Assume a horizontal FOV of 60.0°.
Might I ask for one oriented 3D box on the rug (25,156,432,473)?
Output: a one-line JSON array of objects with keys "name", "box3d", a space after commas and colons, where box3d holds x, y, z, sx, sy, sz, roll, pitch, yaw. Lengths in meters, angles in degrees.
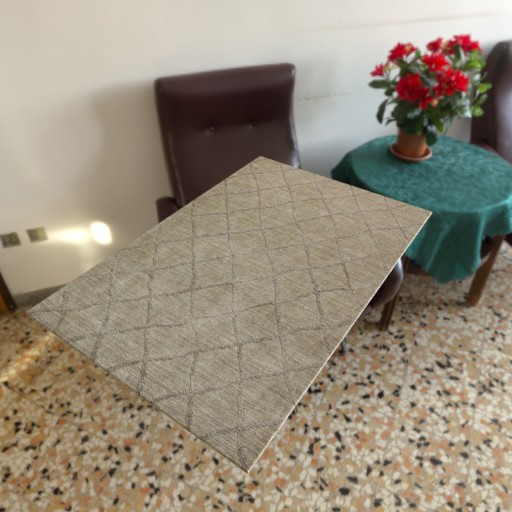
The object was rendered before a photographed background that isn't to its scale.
[{"name": "rug", "box3d": [0.000, 0.000, 2.834, 1.521, 0.015, 2.280, 24, 45, 26]}]
